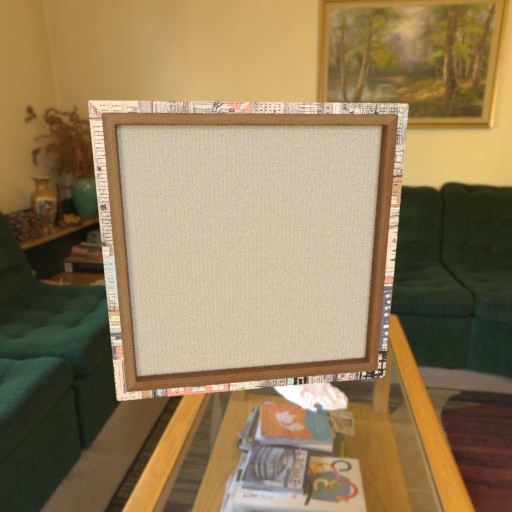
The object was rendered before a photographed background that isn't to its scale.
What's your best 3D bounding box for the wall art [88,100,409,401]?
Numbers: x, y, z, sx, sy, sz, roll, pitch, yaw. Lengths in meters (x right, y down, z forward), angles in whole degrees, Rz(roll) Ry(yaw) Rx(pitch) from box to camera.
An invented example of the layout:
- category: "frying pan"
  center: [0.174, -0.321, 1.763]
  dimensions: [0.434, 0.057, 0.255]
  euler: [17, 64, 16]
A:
- category: "wall art"
  center: [0.000, 0.000, 0.927]
  dimensions: [0.607, 0.608, 0.038]
  euler: [-2, 16, -9]
